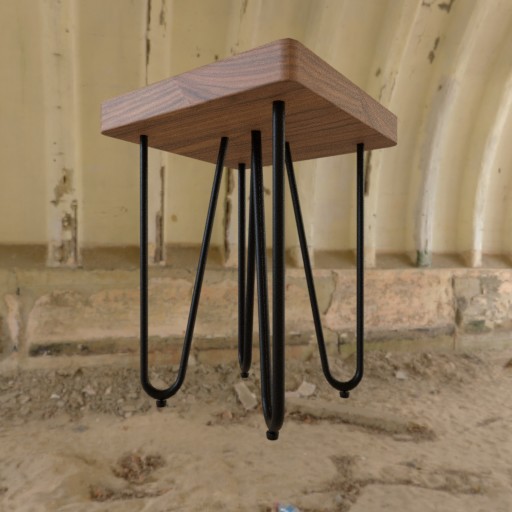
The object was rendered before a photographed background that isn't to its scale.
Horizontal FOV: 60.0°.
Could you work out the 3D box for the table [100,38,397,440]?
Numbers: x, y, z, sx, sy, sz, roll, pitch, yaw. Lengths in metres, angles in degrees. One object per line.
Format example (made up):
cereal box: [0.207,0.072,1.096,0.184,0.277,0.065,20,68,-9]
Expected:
table: [0.000,0.000,0.977,0.480,0.641,0.479,0,-1,36]
